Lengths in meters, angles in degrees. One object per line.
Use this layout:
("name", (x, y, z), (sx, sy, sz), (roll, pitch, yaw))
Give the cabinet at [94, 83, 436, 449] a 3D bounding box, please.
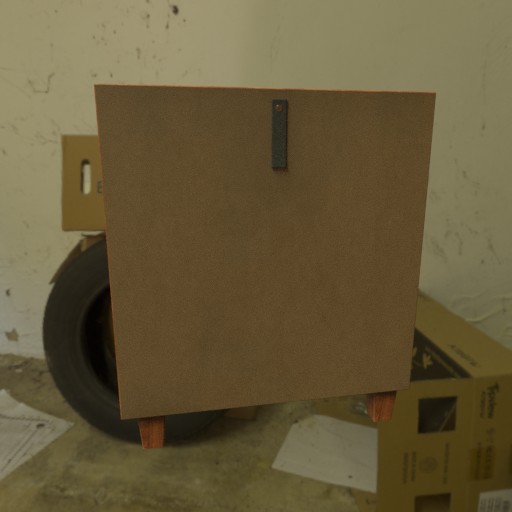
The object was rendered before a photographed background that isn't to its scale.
("cabinet", (0.000, 0.000, 1.040), (0.607, 0.695, 0.410), (-3, 14, -10))
